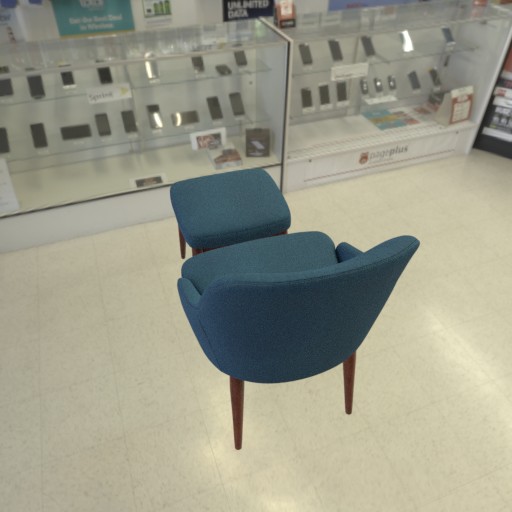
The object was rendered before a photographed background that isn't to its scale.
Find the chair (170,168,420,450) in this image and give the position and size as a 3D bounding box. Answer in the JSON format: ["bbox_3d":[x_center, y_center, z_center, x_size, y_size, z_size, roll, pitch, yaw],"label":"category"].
[{"bbox_3d":[0.000,0.000,1.541,0.584,0.866,1.114,-12,44,-13],"label":"chair"}]
